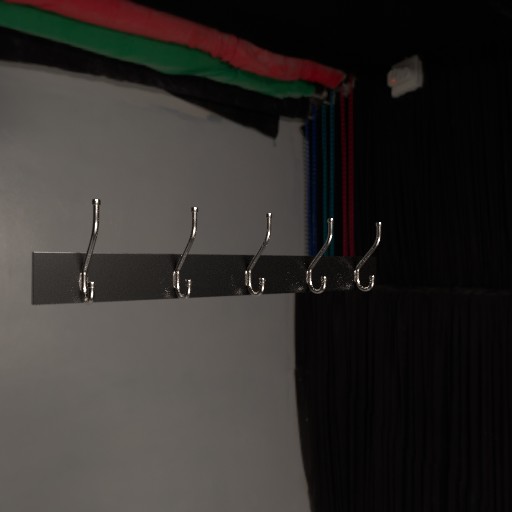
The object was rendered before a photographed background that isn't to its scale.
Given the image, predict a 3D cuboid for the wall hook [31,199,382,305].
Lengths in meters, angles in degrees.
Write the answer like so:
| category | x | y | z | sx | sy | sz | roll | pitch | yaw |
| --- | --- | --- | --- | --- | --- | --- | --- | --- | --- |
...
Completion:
| category | x | y | z | sx | sy | sz | roll | pitch | yaw |
| --- | --- | --- | --- | --- | --- | --- | --- | --- | --- |
| wall hook | 0.000 | 0.000 | 0.638 | 0.571 | 0.117 | 0.071 | 1 | -1 | -35 |
